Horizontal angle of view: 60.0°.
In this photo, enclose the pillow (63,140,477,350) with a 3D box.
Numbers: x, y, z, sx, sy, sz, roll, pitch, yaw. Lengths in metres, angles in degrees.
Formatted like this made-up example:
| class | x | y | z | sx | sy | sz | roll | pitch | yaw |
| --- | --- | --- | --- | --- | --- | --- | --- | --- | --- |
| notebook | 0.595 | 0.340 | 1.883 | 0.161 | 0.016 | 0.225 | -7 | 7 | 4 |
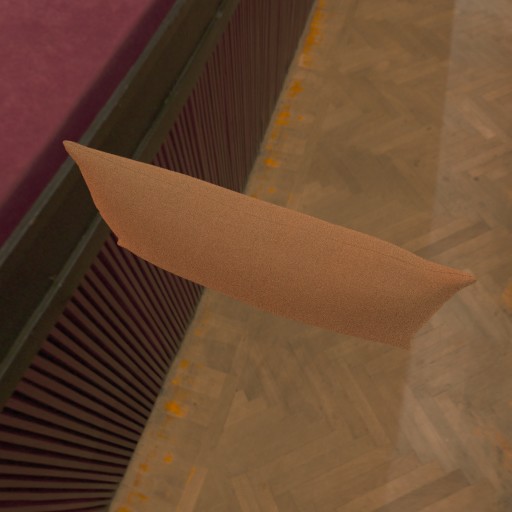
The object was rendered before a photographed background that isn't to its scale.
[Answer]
| class | x | y | z | sx | sy | sz | roll | pitch | yaw |
| --- | --- | --- | --- | --- | --- | --- | --- | --- | --- |
| pillow | 0.000 | 0.000 | 0.732 | 0.612 | 0.308 | 0.148 | 19 | 64 | 10 |
